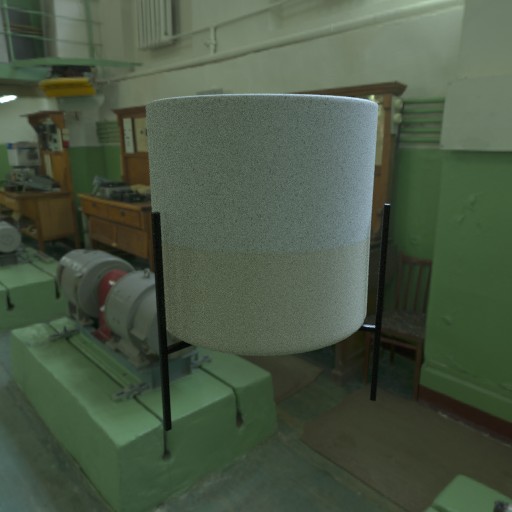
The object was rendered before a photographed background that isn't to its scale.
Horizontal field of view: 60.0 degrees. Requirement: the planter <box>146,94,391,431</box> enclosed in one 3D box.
[{"bbox_3d":[0.000,0.000,0.651,0.335,0.423,0.313,-13,20,-42],"label":"planter"}]
